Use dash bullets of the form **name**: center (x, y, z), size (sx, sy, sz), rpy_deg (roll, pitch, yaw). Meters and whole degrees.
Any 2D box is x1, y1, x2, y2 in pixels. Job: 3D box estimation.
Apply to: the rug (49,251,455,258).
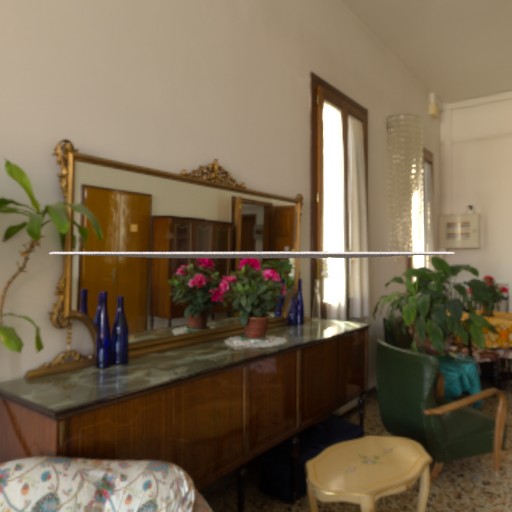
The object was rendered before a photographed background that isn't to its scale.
- **rug**: center (0.000, 0.000, 4.334), size (2.448, 0.020, 3.359), rpy_deg (0, -1, 1)
